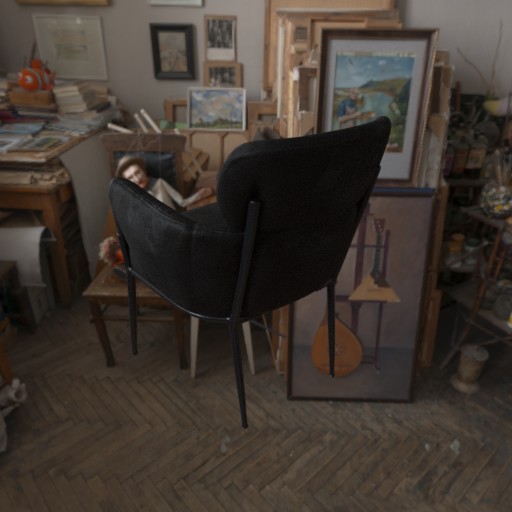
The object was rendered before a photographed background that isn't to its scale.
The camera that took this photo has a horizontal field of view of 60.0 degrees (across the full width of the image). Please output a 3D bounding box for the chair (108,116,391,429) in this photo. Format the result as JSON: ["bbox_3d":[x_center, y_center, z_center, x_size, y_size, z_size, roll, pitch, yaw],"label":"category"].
[{"bbox_3d":[0.000,0.000,1.245,0.640,0.818,0.604,-20,35,-30],"label":"chair"}]
